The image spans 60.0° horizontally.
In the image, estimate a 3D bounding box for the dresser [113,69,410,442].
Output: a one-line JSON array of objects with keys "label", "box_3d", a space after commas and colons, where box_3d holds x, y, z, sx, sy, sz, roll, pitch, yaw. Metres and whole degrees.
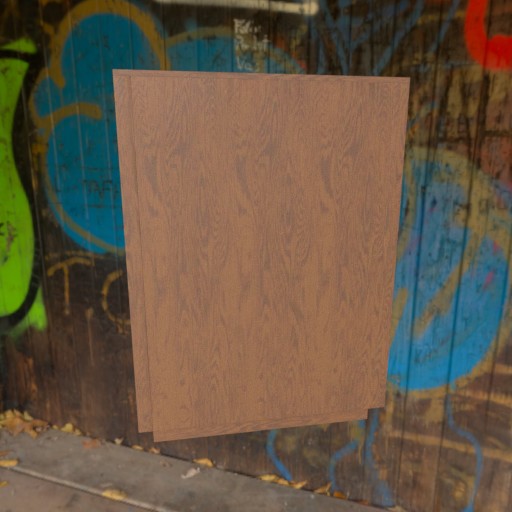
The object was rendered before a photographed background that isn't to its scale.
[{"label": "dresser", "box_3d": [0.000, 0.000, 1.814, 0.964, 1.320, 0.516, -2, 14, -10]}]
